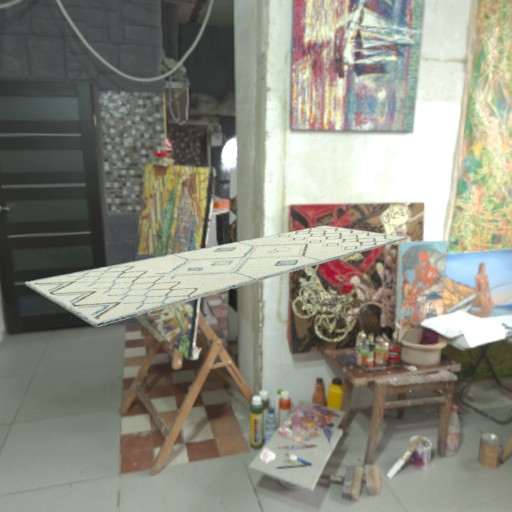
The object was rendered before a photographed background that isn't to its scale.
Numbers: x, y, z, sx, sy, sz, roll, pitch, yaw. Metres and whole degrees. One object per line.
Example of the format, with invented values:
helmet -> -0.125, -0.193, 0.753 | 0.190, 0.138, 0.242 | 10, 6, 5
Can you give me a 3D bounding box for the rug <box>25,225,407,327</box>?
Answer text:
rug -> 0.000, 0.000, 2.738 | 2.434, 0.013, 0.770 | -13, 18, -43
